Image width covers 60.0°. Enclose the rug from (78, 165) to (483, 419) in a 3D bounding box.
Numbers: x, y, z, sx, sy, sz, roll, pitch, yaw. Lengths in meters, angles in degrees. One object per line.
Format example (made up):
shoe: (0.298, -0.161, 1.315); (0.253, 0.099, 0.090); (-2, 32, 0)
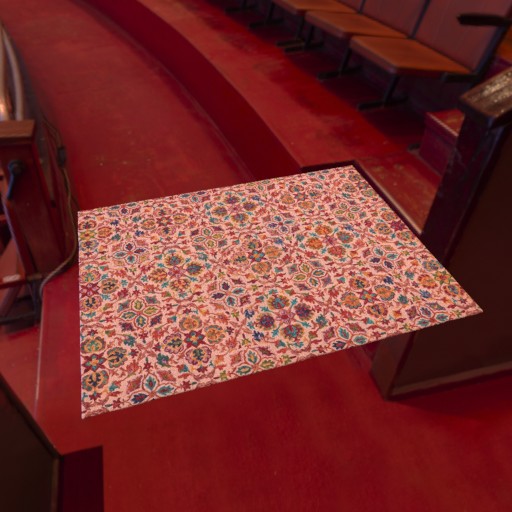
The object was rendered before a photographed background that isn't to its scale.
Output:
rug: (0.000, 0.000, 4.204); (3.215, 0.020, 2.446); (-12, 44, -13)
